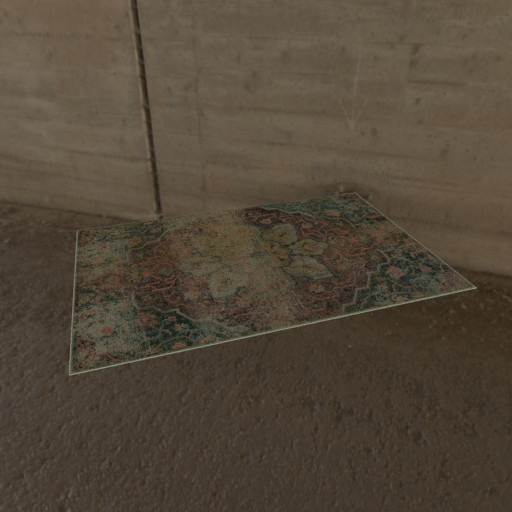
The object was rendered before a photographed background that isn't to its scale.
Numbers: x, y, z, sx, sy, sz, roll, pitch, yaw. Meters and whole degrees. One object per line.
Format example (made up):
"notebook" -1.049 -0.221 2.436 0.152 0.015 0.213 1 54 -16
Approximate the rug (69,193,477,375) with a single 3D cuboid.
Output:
"rug" 0.000 0.000 3.012 2.363 0.004 1.566 -9 32 -14
